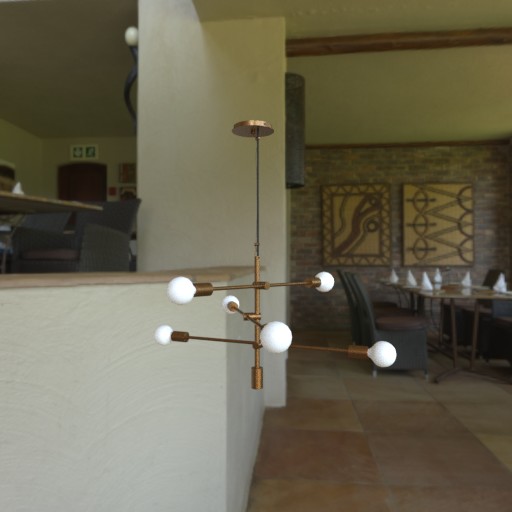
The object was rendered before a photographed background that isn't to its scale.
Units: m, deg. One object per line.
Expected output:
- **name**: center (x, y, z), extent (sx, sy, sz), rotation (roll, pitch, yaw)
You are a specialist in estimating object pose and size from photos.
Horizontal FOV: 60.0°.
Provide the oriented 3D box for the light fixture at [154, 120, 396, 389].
- **light fixture**: center (0.000, 0.000, 1.267), extent (0.637, 0.744, 0.682), rotation (0, -1, -37)
